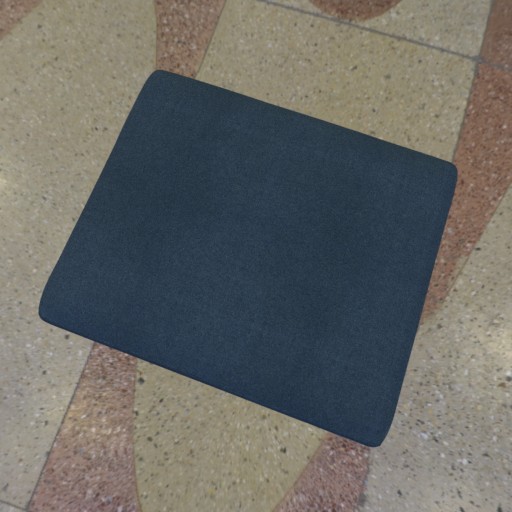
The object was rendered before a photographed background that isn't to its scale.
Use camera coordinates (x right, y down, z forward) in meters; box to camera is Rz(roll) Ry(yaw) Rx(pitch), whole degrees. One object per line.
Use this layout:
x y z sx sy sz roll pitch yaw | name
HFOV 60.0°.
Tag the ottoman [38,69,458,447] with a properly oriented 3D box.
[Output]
0.000 0.000 1.194 0.821 0.474 0.693 20 77 5 | ottoman
